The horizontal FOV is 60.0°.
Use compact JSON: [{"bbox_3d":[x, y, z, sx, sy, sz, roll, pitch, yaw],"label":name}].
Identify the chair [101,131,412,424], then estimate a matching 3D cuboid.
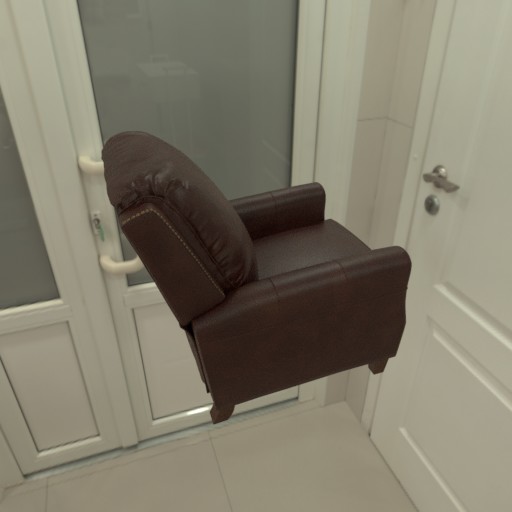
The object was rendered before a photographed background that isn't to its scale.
[{"bbox_3d":[0.000,0.000,1.872,1.089,1.022,0.826,-10,33,-16],"label":"chair"}]
